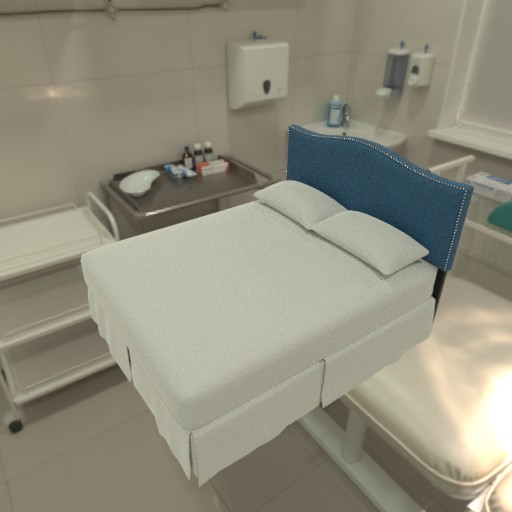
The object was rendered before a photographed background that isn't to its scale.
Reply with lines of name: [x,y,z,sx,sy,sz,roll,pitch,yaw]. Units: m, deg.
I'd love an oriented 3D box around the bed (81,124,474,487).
bed: [0.000,0.000,2.820,1.872,1.169,1.610,-20,37,-29]
